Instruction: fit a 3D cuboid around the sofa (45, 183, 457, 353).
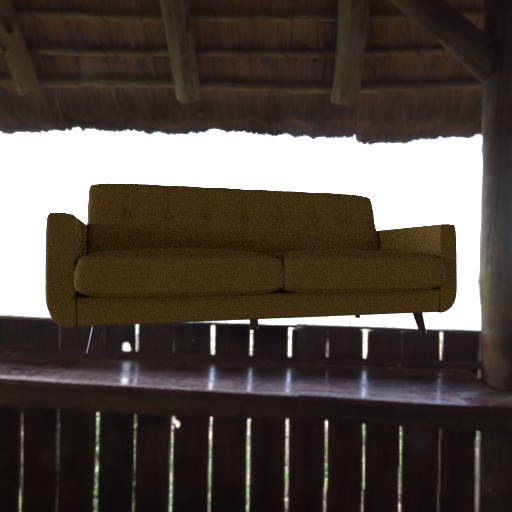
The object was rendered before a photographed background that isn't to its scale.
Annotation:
[{"bbox_3d":[0.000,0.000,2.469,2.029,0.841,0.909,0,-1,-17],"label":"sofa"}]
